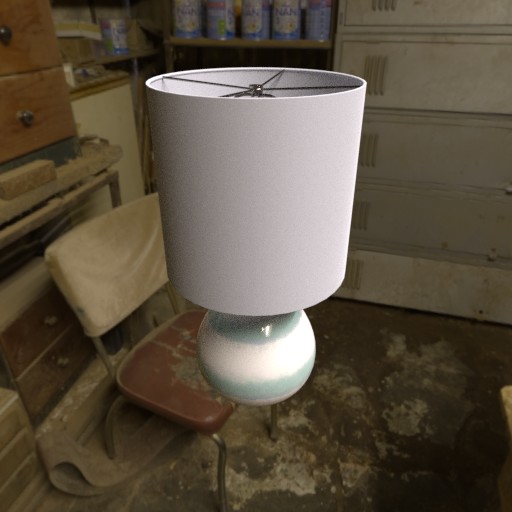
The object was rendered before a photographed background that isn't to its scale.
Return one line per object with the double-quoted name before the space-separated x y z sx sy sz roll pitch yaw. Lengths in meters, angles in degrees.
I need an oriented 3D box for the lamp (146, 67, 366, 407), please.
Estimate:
"lamp" 0.000 0.000 0.542 0.217 0.404 0.217 9 30 16
